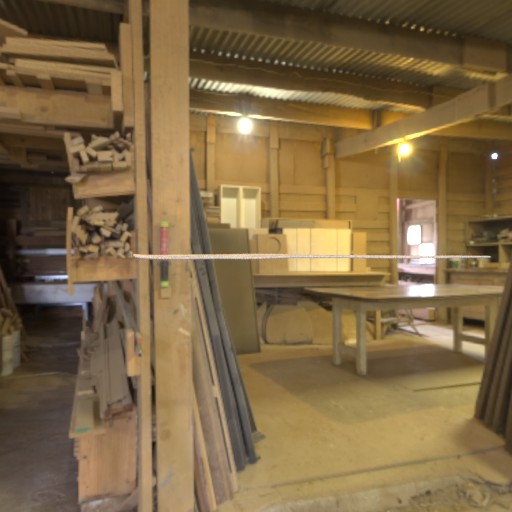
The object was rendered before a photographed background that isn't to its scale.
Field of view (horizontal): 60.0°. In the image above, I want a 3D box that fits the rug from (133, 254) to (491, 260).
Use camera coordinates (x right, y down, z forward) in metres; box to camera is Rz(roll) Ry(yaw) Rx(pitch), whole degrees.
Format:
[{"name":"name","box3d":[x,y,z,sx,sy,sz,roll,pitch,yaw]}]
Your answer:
[{"name":"rug","box3d":[0.000,0.000,2.294,1.220,0.017,1.835,0,1,-16]}]
